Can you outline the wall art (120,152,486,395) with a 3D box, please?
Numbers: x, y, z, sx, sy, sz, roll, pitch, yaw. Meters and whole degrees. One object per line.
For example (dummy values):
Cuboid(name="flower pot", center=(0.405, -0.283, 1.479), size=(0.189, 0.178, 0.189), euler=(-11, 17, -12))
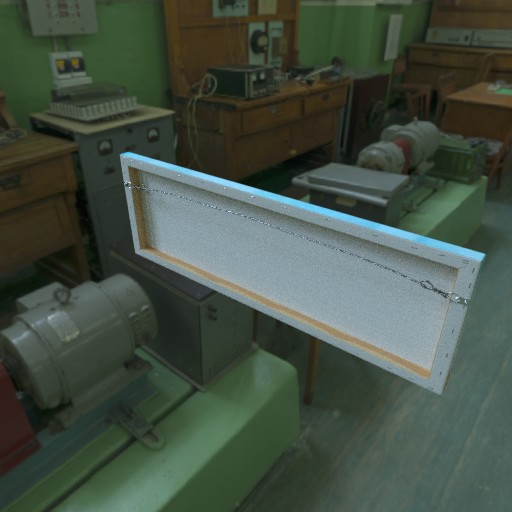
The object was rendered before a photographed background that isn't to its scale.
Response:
Cuboid(name="wall art", center=(0.000, 0.000, 0.848), size=(0.759, 0.254, 0.044), euler=(21, 36, 32))
